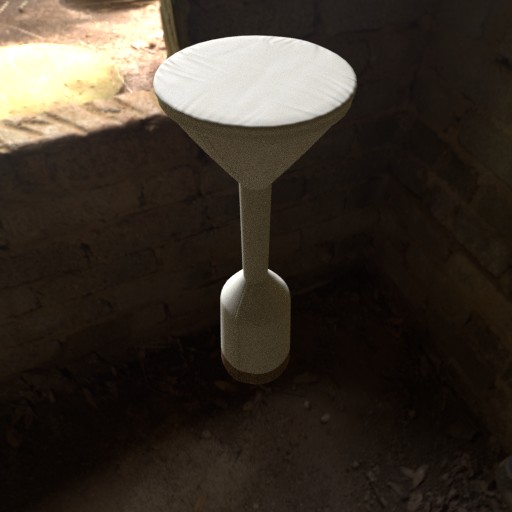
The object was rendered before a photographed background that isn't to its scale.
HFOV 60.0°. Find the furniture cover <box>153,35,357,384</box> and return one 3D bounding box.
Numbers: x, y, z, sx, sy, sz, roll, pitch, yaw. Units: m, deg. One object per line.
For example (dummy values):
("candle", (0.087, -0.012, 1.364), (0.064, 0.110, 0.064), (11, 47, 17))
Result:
("furniture cover", (0.000, 0.000, 2.882), (0.914, 2.413, 0.914), (24, 51, 21))
